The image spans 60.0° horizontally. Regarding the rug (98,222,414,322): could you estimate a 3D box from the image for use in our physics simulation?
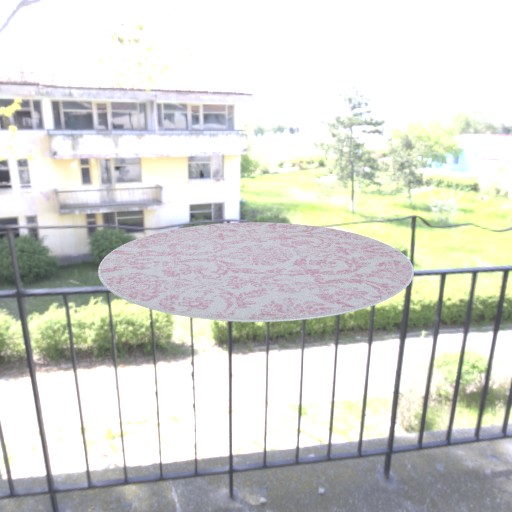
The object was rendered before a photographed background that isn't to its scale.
[{"bbox_3d":[0.000,0.000,2.362,1.593,0.012,1.593,0,17,0],"label":"rug"}]
